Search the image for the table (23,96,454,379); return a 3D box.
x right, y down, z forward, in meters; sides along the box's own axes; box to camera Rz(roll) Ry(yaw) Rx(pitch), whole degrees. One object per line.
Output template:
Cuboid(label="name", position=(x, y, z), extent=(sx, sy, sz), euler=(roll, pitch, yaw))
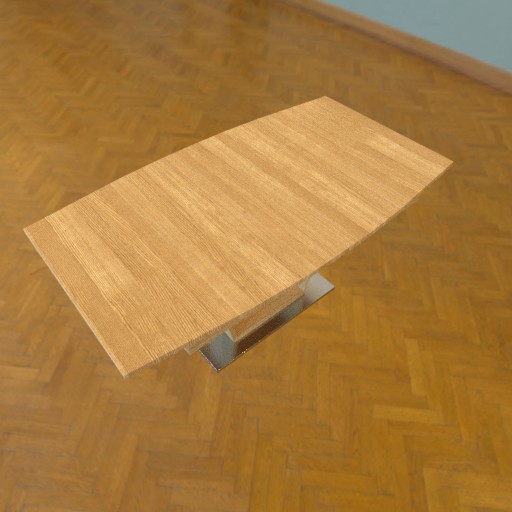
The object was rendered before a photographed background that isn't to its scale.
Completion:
Cuboid(label="table", position=(0.000, 0.000, 2.056), extent=(1.598, 0.748, 0.900), euler=(-31, 54, -26))
